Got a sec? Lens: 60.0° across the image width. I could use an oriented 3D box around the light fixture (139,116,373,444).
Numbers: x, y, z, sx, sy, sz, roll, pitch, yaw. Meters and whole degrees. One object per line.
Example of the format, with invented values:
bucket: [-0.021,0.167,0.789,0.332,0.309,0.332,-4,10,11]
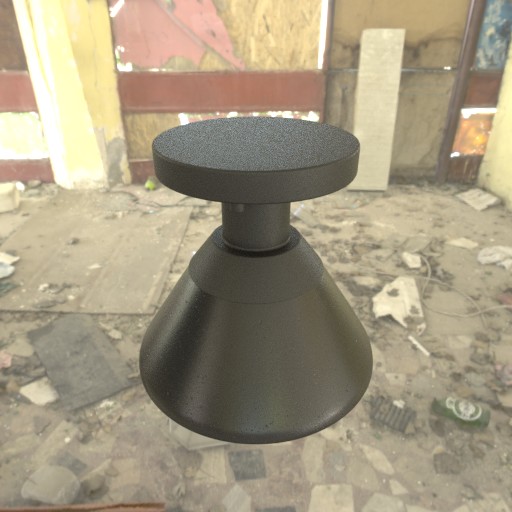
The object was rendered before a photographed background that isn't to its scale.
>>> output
light fixture: [0.000,0.000,0.345,0.200,0.183,0.200,0,29,0]
